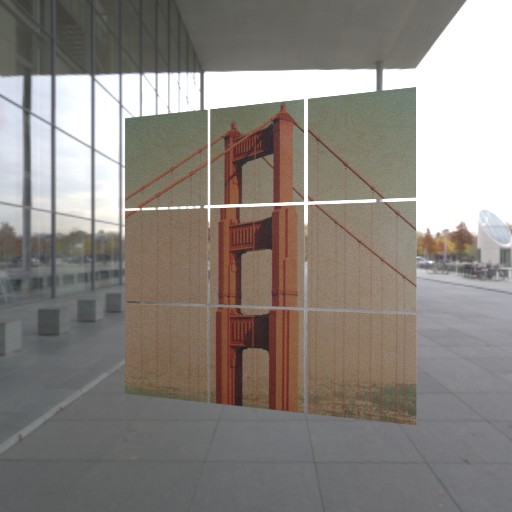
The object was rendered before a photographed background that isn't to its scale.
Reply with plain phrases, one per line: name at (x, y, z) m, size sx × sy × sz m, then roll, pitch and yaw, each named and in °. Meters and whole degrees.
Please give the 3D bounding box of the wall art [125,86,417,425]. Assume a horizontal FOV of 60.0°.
wall art at (0.000, 0.000, 2.227) m, size 1.517 × 1.523 × 0.013 m, roll 0°, pitch 0°, yaw 18°
